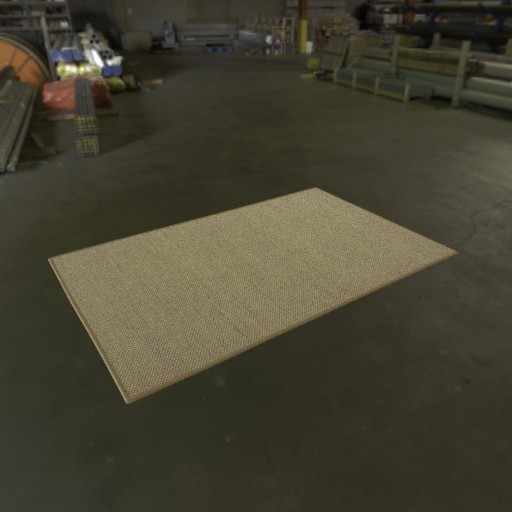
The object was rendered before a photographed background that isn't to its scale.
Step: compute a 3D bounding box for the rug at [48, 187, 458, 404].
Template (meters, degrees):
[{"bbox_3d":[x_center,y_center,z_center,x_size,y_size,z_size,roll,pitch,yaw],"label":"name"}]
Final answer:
[{"bbox_3d":[0.000,0.000,2.124,1.667,0.013,1.062,-19,35,-29],"label":"rug"}]
